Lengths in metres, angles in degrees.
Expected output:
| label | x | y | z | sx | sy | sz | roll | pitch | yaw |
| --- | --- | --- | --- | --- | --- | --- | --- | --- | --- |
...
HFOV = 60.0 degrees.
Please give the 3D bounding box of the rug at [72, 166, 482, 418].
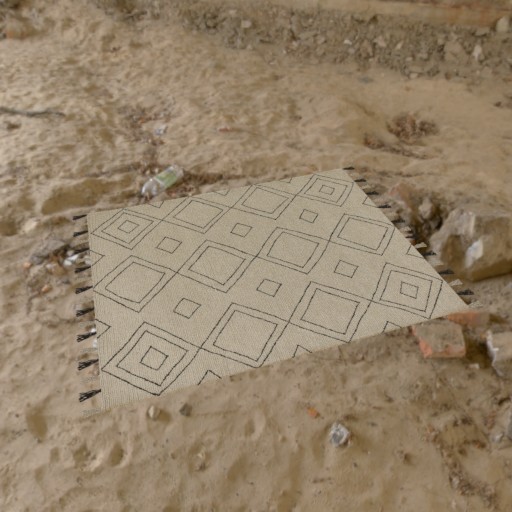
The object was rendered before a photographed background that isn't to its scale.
| label | x | y | z | sx | sy | sz | roll | pitch | yaw |
| --- | --- | --- | --- | --- | --- | --- | --- | --- | --- |
| rug | 0.000 | 0.000 | 4.123 | 3.221 | 0.026 | 2.342 | -12 | 43 | -14 |
